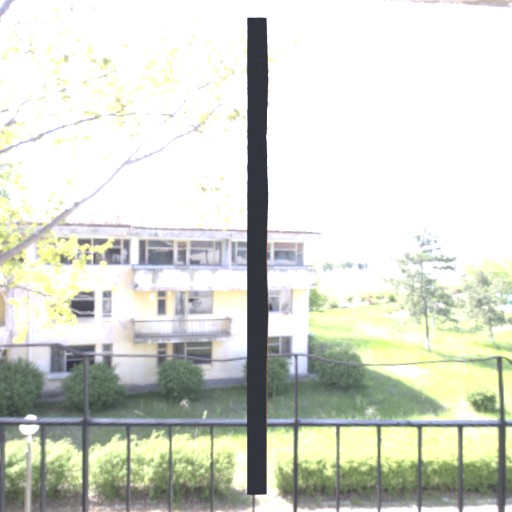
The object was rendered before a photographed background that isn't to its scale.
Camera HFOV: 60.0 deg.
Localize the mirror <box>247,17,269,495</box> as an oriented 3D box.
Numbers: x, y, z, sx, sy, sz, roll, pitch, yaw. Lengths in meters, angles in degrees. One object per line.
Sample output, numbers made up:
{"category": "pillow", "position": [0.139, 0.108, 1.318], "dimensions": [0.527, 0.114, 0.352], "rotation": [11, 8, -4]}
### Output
{"category": "mirror", "position": [0.000, 0.000, 1.149], "dimensions": [0.044, 0.912, 0.606], "rotation": [0, 0, -1]}
